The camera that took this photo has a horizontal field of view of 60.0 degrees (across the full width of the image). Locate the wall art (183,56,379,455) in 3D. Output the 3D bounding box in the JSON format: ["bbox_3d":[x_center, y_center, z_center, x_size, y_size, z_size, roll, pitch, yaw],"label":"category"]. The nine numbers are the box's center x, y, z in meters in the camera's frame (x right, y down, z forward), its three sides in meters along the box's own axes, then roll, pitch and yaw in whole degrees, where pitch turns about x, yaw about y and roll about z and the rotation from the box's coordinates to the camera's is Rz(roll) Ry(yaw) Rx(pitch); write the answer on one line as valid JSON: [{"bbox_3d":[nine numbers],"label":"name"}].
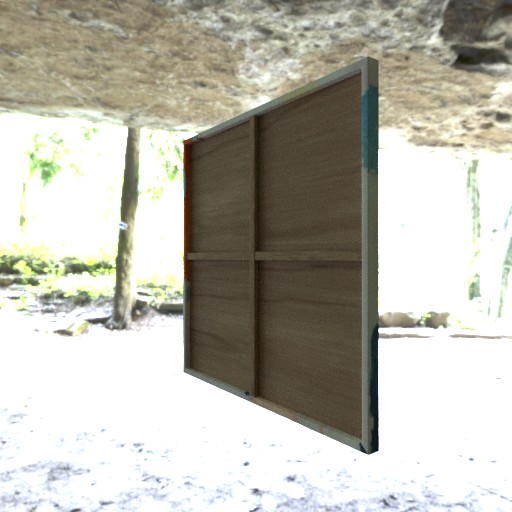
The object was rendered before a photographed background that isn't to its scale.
[{"bbox_3d":[0.000,0.000,1.547,0.044,1.017,1.017,0,0,-37],"label":"wall art"}]
